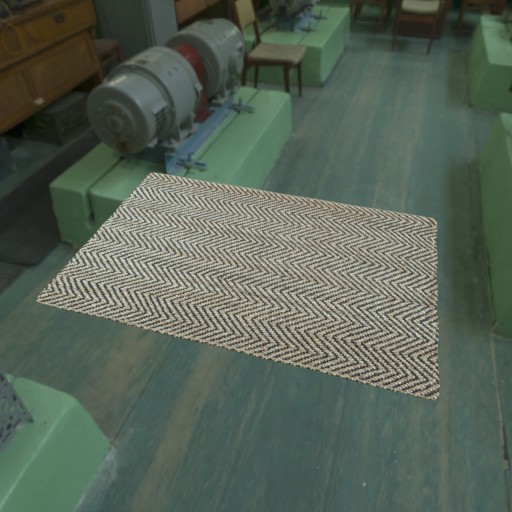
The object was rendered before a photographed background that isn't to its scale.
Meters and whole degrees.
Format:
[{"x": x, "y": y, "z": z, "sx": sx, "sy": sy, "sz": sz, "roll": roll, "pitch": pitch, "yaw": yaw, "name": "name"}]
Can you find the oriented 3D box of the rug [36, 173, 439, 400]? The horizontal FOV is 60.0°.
[{"x": 0.000, "y": 0.000, "z": 2.329, "sx": 1.828, "sy": 0.008, "sz": 1.219, "roll": 11, "pitch": 43, "yaw": 12, "name": "rug"}]
